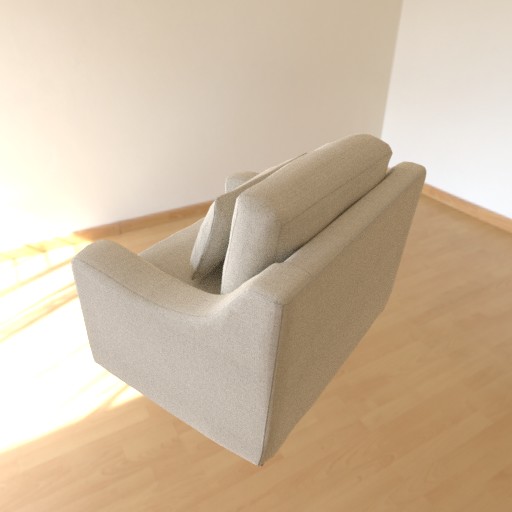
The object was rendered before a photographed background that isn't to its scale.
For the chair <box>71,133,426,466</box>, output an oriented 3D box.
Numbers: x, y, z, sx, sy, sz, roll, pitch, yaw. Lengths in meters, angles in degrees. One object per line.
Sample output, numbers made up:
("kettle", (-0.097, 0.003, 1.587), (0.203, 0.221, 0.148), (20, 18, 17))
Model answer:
("chair", (0.000, 0.000, 1.921), (1.009, 1.016, 1.178), (20, 37, 29))
